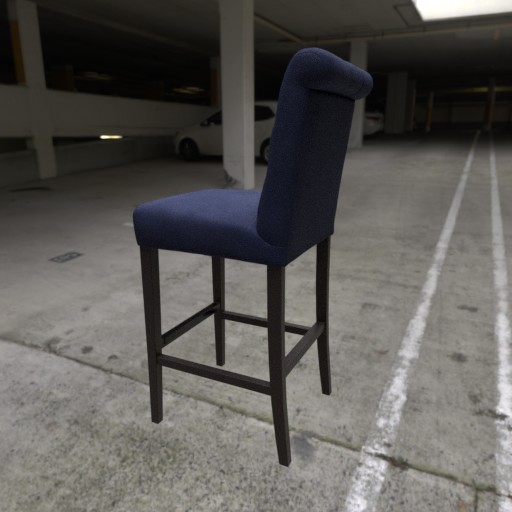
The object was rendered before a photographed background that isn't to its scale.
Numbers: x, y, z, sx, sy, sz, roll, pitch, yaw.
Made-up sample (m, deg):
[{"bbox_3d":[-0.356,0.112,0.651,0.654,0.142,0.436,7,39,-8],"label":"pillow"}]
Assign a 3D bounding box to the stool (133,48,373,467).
[{"bbox_3d":[0.000,0.000,1.435,0.601,1.140,0.493,7,17,25],"label":"stool"}]
